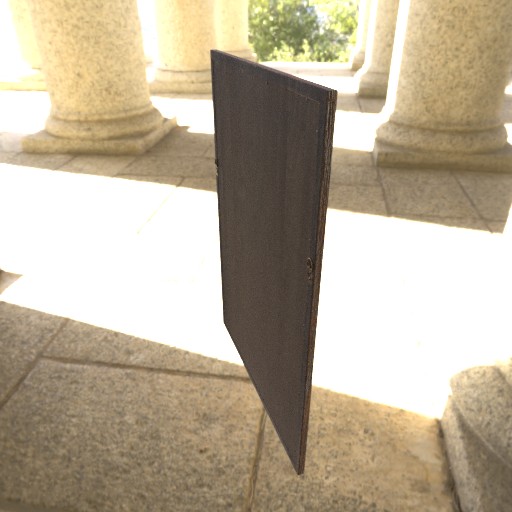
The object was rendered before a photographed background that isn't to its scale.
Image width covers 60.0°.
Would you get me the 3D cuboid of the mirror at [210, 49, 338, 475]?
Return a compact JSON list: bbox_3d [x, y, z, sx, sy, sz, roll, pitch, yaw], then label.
[{"bbox_3d":[0.000,0.000,1.244,0.025,0.996,0.705,-11,32,-18],"label":"mirror"}]
